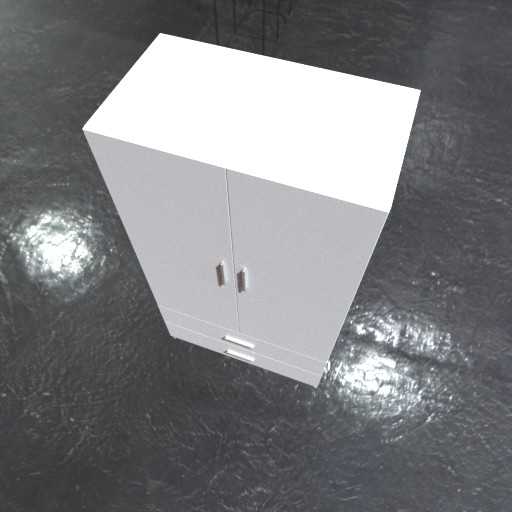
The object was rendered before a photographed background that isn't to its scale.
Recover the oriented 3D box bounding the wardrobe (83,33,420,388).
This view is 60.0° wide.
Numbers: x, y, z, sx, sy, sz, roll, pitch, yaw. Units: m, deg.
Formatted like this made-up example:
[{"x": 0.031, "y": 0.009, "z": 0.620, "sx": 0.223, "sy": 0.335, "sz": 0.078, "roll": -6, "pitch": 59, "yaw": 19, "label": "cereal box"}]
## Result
[{"x": 0.000, "y": 0.000, "z": 2.228, "sx": 0.991, "sy": 1.808, "sz": 0.577, "roll": 17, "pitch": 59, "yaw": 10, "label": "wardrobe"}]
